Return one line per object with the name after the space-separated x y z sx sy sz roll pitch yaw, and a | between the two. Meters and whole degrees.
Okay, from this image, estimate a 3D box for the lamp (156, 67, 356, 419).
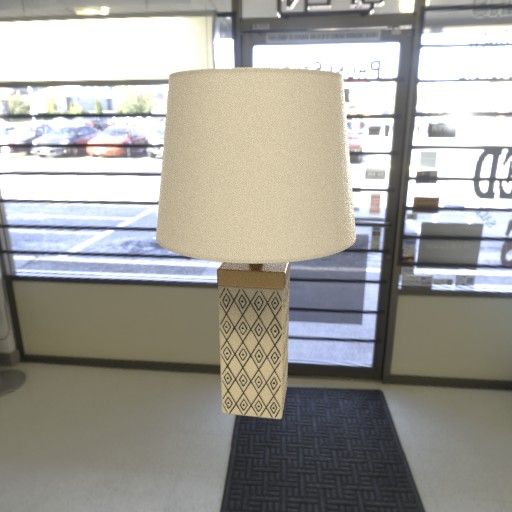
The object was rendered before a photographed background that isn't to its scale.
0.000 0.000 0.578 0.251 0.435 0.251 0 17 0 | lamp
